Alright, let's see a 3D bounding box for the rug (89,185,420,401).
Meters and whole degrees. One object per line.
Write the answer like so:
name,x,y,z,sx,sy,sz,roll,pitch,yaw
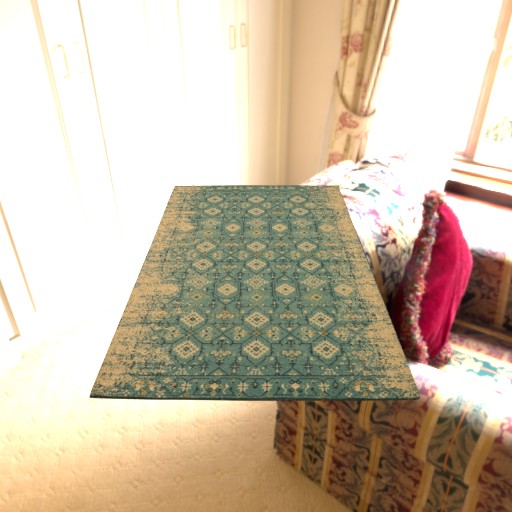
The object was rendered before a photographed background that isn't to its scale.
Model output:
rug,0.000,0.000,2.216,1.102,0.008,1.795,0,32,0
